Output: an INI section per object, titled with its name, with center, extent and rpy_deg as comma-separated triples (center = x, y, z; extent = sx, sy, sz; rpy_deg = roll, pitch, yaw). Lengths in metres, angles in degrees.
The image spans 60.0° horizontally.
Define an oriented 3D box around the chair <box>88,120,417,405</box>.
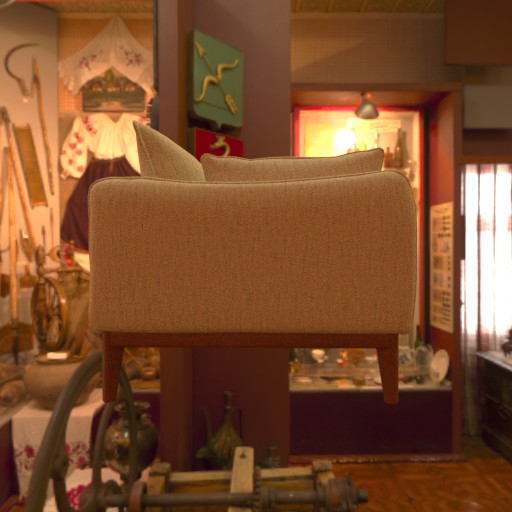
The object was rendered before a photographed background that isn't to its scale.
[chair]
center = 0.000, 0.000, 1.752
extent = 0.991, 0.855, 0.994
rpy_deg = 0, 1, 1
